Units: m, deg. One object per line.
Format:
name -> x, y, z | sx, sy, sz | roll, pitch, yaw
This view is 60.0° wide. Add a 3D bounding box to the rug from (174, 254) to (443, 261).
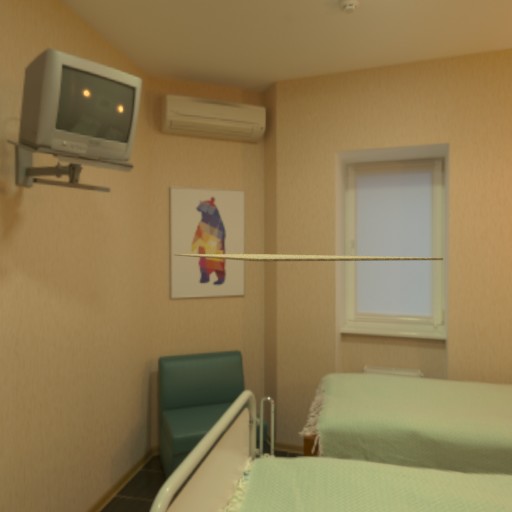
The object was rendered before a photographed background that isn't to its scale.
rug -> 0.000, 0.000, 2.514 | 0.676, 0.008, 2.277 | 0, 1, -17
